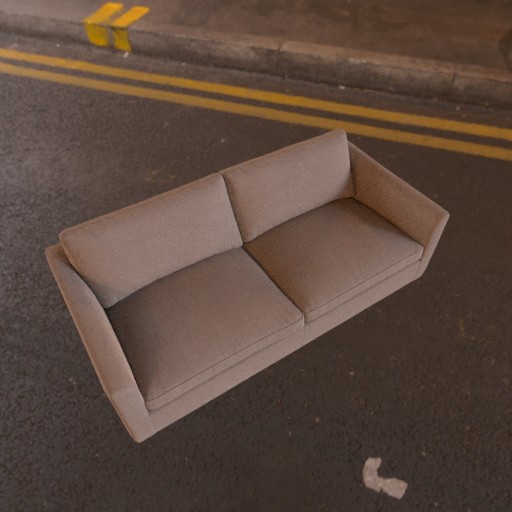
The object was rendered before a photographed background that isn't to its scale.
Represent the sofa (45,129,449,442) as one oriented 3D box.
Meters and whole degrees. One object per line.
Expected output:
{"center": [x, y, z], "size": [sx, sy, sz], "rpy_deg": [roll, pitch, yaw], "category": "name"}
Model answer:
{"center": [0.000, 0.000, 2.835], "size": [2.588, 0.838, 1.090], "rpy_deg": [-25, 52, -22], "category": "sofa"}
